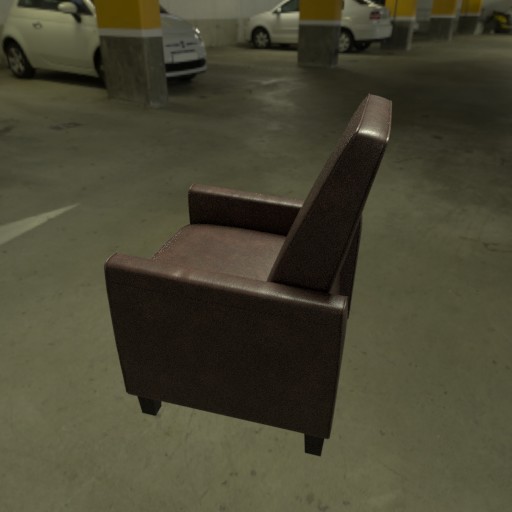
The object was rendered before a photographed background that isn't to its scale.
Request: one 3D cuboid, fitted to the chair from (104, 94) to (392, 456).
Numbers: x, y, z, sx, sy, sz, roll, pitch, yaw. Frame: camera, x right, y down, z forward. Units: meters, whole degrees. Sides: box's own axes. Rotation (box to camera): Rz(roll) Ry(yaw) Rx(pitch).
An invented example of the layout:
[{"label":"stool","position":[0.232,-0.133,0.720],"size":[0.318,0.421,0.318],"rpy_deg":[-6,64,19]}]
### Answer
[{"label":"chair","position":[0.000,0.000,1.498],"size":[0.746,1.013,0.705],"rpy_deg":[8,30,13]}]
